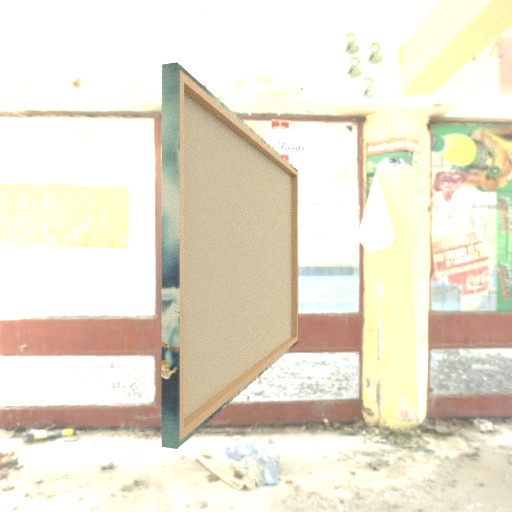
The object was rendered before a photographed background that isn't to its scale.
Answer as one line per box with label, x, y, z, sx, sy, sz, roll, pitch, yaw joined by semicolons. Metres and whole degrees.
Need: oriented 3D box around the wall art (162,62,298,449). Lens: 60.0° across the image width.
wall art;0.000;0.000;1.416;0.035;0.759;1.138;0;0;17
